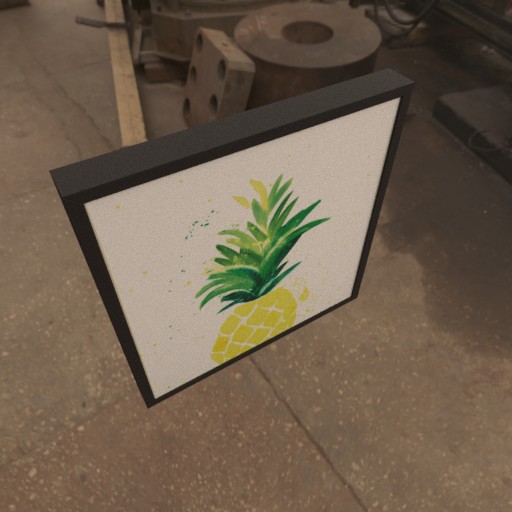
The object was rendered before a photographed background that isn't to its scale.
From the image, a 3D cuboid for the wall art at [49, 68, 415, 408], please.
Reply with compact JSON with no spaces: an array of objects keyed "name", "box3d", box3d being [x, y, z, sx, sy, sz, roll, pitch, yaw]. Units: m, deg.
[{"name":"wall art","box3d":[0.000,0.000,0.452,0.305,0.304,0.033,-24,51,-21]}]
